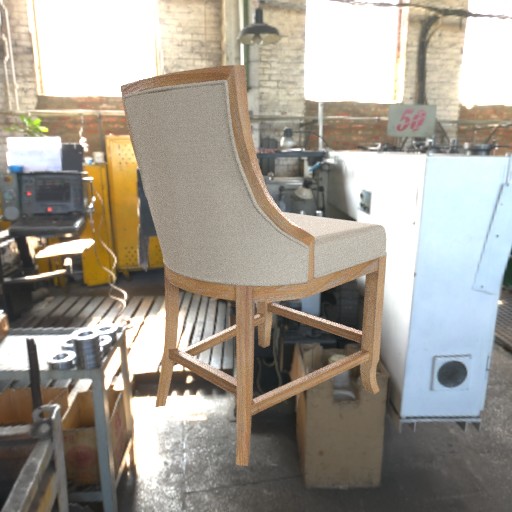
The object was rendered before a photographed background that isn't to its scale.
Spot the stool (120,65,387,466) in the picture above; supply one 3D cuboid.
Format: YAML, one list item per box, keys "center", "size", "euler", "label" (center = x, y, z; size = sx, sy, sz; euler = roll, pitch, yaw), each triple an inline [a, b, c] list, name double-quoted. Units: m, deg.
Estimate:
- center: [0.000, 0.000, 1.305]
  size: [0.524, 0.938, 0.626]
  euler: [13, 19, 43]
  label: "stool"
